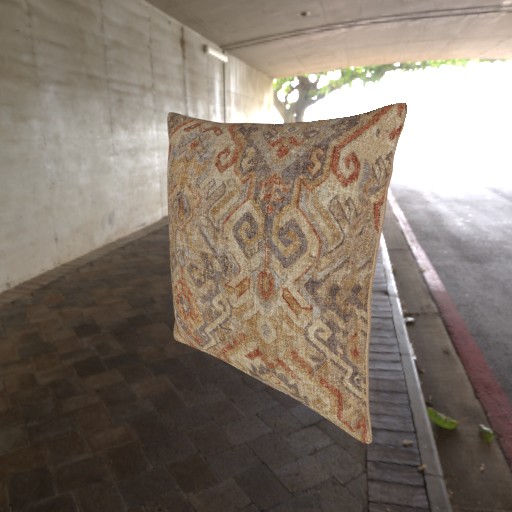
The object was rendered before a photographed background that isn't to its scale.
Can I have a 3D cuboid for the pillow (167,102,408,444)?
[{"bbox_3d":[0.000,0.000,0.797,0.523,0.506,0.166,15,22,42],"label":"pillow"}]
